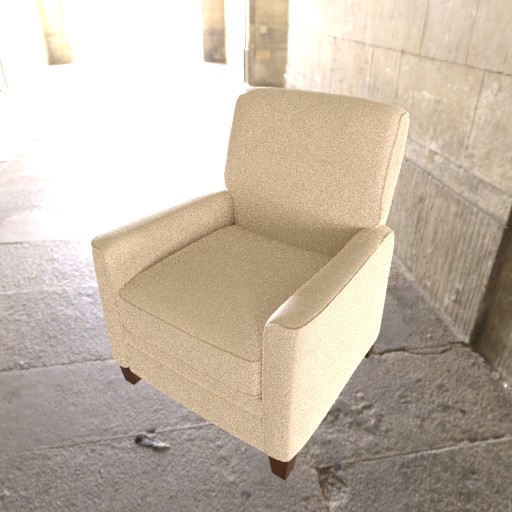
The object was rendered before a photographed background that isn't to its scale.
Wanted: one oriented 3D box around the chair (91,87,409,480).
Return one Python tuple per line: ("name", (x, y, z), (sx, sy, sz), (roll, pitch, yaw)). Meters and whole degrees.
("chair", (0.000, 0.000, 1.592), (0.841, 1.028, 0.858), (19, 35, 30))
